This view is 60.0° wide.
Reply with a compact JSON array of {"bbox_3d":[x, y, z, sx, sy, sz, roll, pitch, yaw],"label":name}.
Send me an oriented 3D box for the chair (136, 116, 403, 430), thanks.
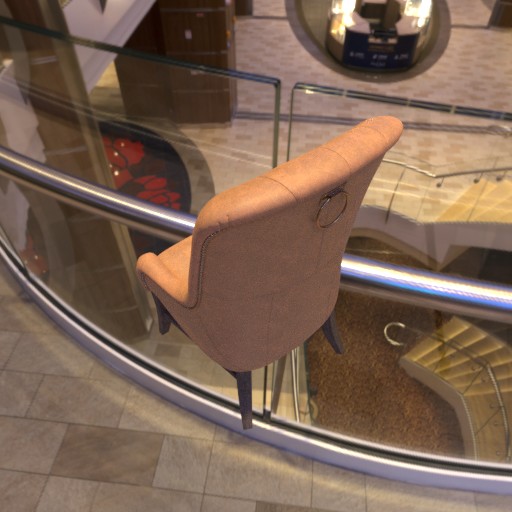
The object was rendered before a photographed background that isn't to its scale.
[{"bbox_3d":[0.000,0.000,1.482,0.634,1.091,0.629,-31,54,-26],"label":"chair"}]
